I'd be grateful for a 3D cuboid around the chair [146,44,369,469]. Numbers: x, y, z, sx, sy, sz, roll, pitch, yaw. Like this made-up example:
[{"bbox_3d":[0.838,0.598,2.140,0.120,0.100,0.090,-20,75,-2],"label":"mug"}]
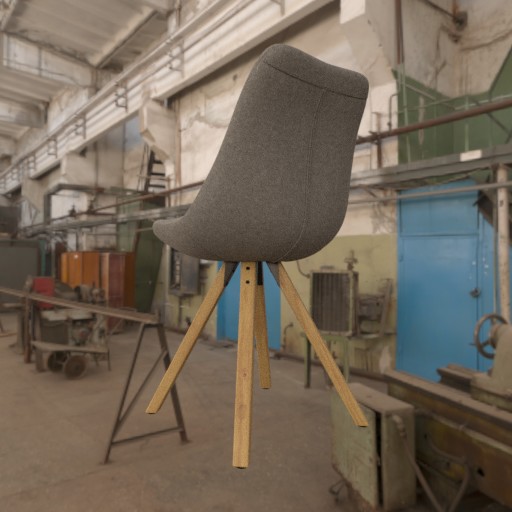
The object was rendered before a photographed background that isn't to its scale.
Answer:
[{"bbox_3d":[0.000,0.000,1.183,0.483,0.865,0.550,1,-1,-37],"label":"chair"}]
